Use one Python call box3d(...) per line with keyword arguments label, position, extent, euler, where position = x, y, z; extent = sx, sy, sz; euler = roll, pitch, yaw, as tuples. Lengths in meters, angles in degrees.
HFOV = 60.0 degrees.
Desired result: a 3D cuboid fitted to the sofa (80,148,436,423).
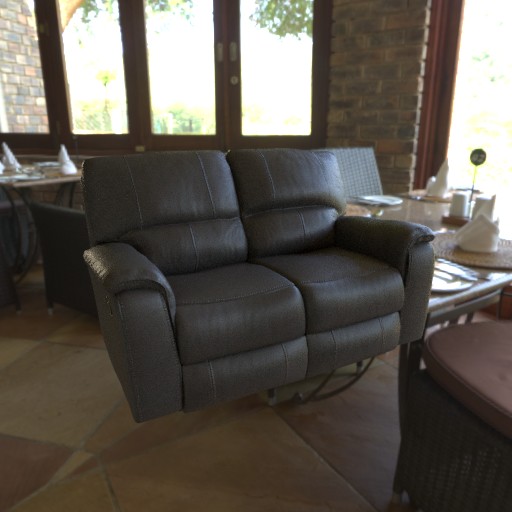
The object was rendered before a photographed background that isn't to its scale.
box3d(label="sofa", position=(0.000, 0.000, 2.448), extent=(1.765, 1.111, 1.104), euler=(-8, 18, -27))
